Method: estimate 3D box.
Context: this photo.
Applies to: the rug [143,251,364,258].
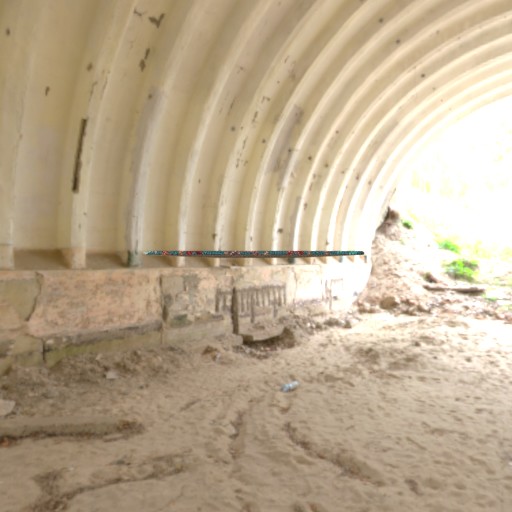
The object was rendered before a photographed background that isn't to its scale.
[{"bbox_3d":[0.000,0.000,2.488,0.686,0.013,2.286,0,0,0],"label":"rug"}]
